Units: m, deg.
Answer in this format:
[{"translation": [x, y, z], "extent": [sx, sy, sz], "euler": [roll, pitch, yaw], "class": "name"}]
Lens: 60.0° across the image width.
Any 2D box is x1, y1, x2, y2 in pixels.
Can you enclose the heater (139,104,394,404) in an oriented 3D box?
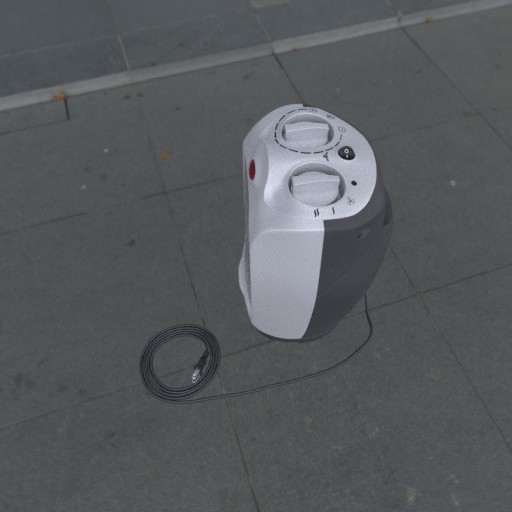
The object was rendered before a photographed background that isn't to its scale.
[{"translation": [0.000, 0.000, 0.472], "extent": [0.291, 0.255, 0.239], "euler": [-3, 59, -2], "class": "heater"}]
